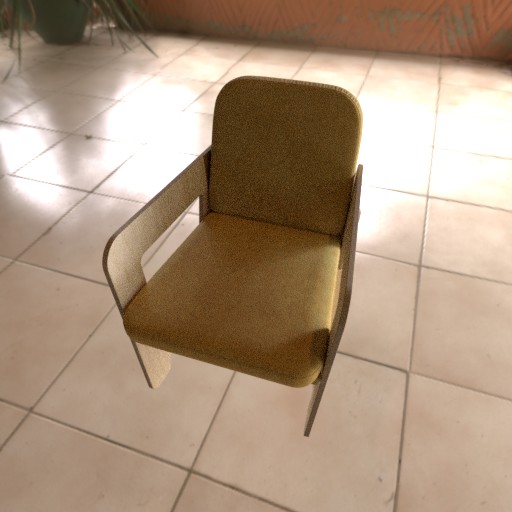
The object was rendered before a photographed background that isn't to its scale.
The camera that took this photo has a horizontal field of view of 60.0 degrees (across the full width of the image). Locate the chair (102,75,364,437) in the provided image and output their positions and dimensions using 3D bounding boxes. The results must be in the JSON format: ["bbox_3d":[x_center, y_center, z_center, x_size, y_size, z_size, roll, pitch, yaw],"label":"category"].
[{"bbox_3d":[0.000,0.000,1.294,0.590,0.800,0.710,12,43,14],"label":"chair"}]
